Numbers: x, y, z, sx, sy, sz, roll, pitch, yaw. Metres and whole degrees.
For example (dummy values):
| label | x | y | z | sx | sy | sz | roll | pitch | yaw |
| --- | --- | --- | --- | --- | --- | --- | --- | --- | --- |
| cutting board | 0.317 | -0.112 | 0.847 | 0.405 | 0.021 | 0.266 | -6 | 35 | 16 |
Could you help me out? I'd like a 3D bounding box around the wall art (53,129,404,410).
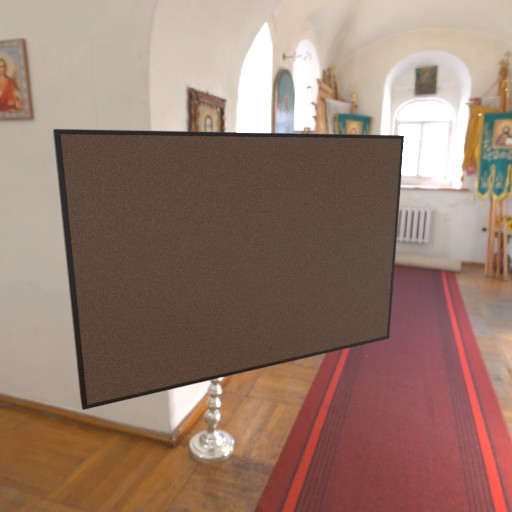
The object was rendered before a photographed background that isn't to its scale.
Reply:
| label | x | y | z | sx | sy | sz | roll | pitch | yaw |
| --- | --- | --- | --- | --- | --- | --- | --- | --- | --- |
| wall art | 0.000 | 0.000 | 1.198 | 0.939 | 0.640 | 0.058 | -6 | 15 | -25 |
